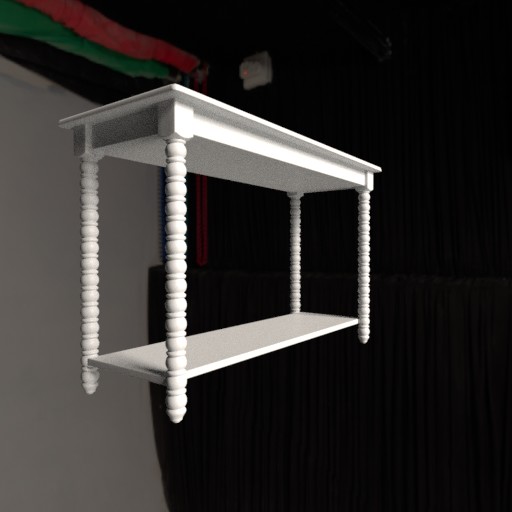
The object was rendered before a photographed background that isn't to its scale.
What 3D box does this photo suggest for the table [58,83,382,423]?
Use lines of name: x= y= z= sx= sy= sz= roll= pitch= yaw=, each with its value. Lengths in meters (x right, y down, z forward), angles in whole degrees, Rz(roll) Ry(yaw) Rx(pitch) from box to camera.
table: x=0.000 y=0.000 z=1.533 sx=0.459 sy=0.740 sz=1.184 roll=1 pitch=1 yaw=36
